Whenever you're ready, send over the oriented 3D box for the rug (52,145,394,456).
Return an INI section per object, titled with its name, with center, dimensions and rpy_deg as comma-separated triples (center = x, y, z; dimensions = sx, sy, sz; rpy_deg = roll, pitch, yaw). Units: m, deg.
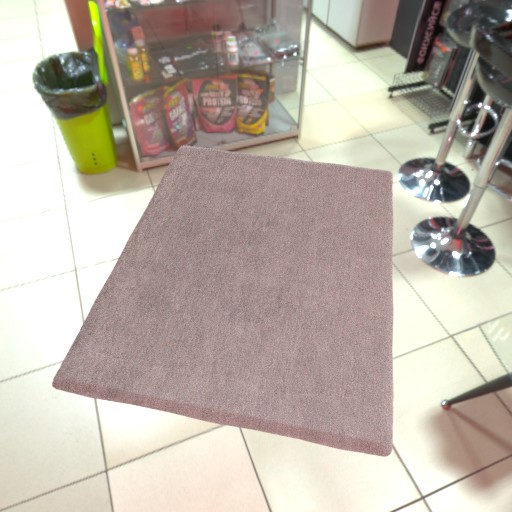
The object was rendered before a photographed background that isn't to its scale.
[rug]
center = 0.000, 0.000, 3.828
dimensions = 2.332, 0.027, 2.933
rpy_deg = 9, 49, 8
